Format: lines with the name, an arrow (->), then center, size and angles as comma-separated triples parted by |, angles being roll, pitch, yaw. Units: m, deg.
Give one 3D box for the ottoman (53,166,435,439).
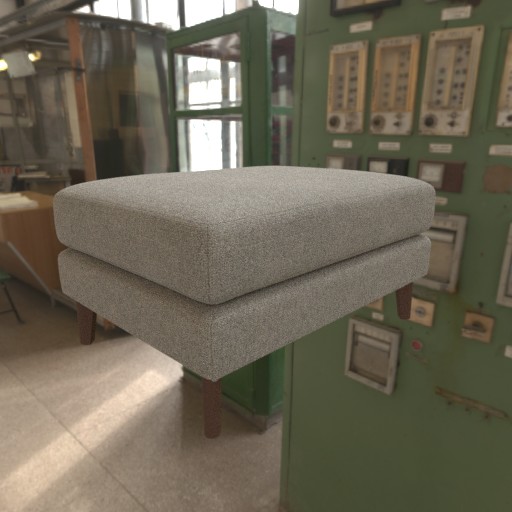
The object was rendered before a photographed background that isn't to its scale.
ottoman -> 0.000, 0.000, 1.186 | 0.611, 0.441, 0.821 | 15, 22, 43
